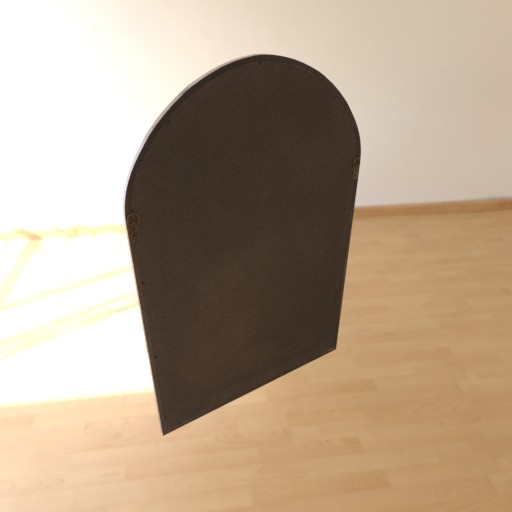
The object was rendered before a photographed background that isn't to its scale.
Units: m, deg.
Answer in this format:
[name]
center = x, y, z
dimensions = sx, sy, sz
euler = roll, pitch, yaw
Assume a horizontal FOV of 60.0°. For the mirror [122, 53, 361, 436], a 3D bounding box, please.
[mirror]
center = 0.000, 0.000, 1.094
dimensions = 0.609, 0.915, 0.032
euler = -19, 36, -27
